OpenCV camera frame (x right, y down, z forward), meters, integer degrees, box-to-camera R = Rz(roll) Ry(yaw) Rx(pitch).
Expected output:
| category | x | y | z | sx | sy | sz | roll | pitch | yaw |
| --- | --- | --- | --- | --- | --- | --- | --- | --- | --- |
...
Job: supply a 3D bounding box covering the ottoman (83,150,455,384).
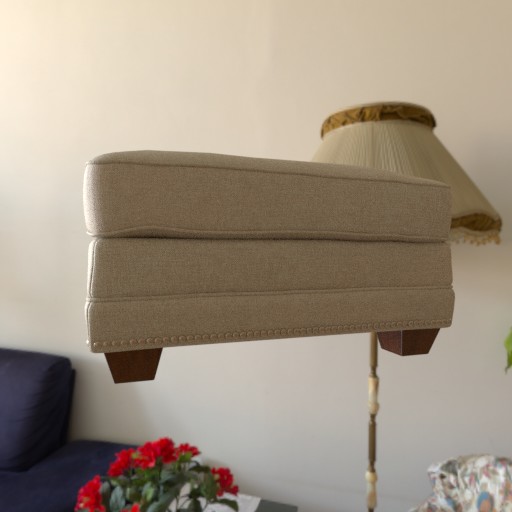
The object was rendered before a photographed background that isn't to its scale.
| category | x | y | z | sx | sy | sz | roll | pitch | yaw |
| --- | --- | --- | --- | --- | --- | --- | --- | --- | --- |
| ottoman | 0.000 | 0.000 | 1.138 | 0.813 | 0.458 | 0.559 | 0 | 2 | -19 |
